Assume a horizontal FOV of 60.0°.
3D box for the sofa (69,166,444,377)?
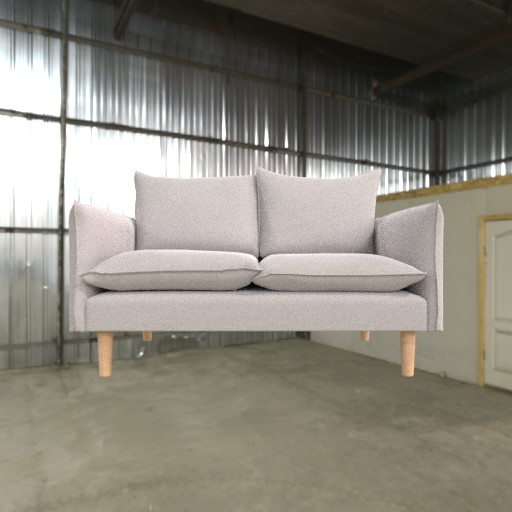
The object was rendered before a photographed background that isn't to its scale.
[{"bbox_3d":[0.000,0.000,1.862,1.300,0.840,0.820,0,1,0],"label":"sofa"}]
